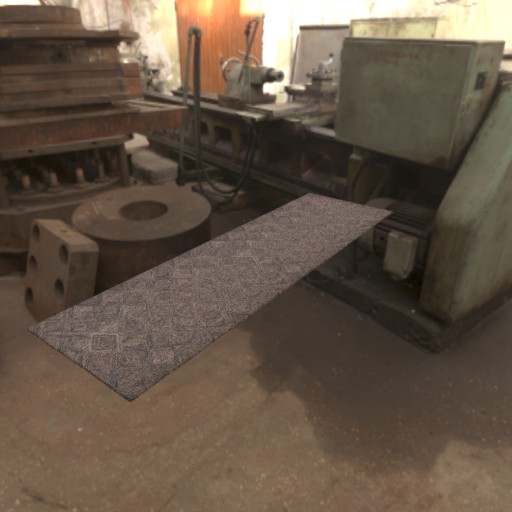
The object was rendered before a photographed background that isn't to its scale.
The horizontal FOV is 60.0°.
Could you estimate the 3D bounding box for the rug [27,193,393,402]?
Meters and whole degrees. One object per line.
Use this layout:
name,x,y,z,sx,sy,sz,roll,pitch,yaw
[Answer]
rug,0.000,0.000,2.505,0.691,0.011,2.296,19,32,33
